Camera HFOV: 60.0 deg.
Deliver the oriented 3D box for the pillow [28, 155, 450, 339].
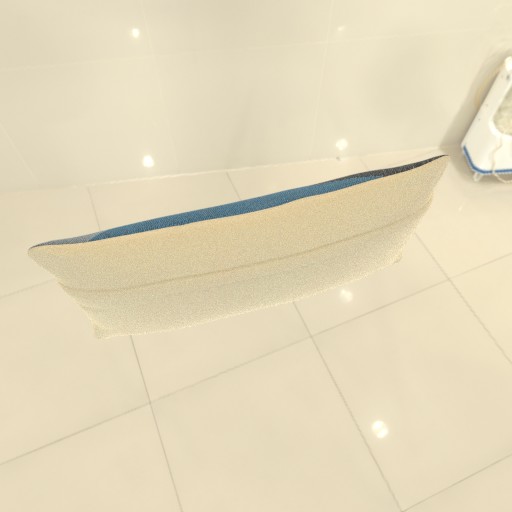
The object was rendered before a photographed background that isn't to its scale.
[{"bbox_3d":[0.000,0.000,0.725,0.604,0.307,0.148,-14,60,-8],"label":"pillow"}]
